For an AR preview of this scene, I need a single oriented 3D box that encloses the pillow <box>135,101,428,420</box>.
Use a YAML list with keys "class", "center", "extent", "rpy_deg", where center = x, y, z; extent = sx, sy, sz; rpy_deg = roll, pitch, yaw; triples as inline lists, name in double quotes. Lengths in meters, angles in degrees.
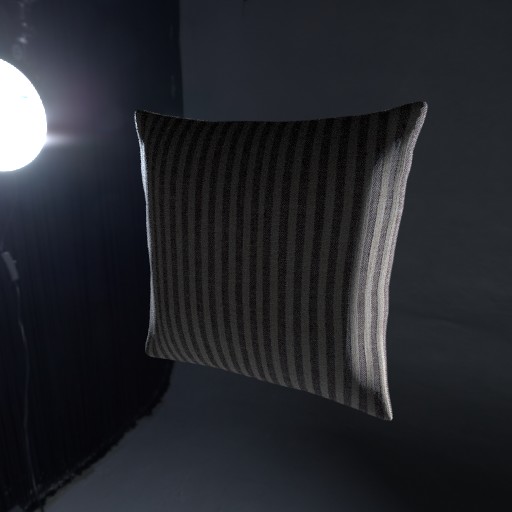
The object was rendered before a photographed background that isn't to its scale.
- class: "pillow"
  center: [0.000, 0.000, 0.787]
  extent: [0.523, 0.506, 0.166]
  rpy_deg: [8, 17, 25]
